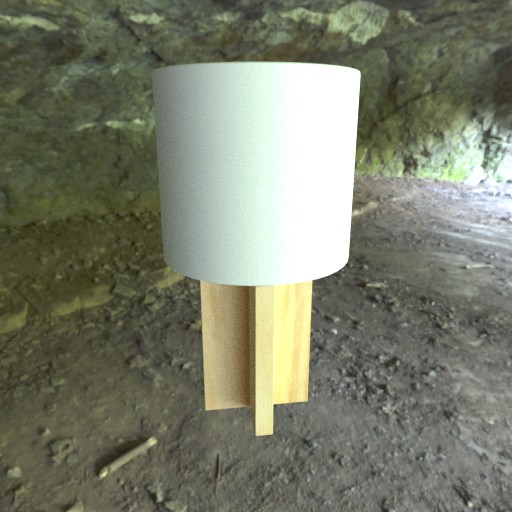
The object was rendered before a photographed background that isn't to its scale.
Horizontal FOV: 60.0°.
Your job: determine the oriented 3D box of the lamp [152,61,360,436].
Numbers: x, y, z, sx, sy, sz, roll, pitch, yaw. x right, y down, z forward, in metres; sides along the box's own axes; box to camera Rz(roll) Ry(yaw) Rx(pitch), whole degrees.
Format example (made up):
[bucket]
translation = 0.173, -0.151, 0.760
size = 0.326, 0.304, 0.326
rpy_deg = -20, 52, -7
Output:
[lamp]
translation = 0.000, 0.000, 0.560
size = 0.229, 0.428, 0.229
rpy_deg = -2, 18, -8
